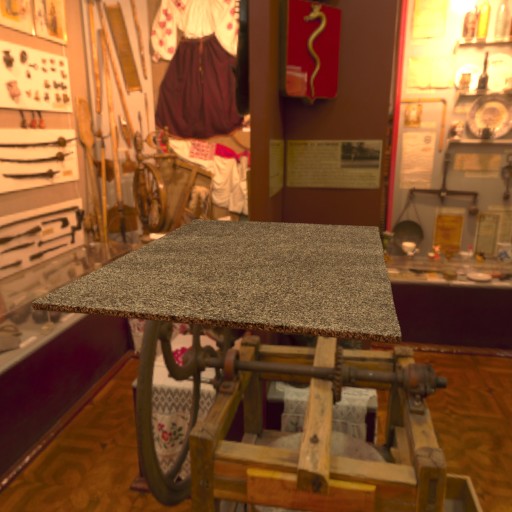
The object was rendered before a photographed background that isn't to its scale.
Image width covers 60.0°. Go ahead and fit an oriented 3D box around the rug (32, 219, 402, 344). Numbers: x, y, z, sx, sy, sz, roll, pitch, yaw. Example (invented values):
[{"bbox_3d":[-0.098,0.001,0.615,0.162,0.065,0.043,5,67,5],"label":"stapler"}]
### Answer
[{"bbox_3d":[0.000,0.000,2.124,1.198,0.025,1.601,3,16,12],"label":"rug"}]
